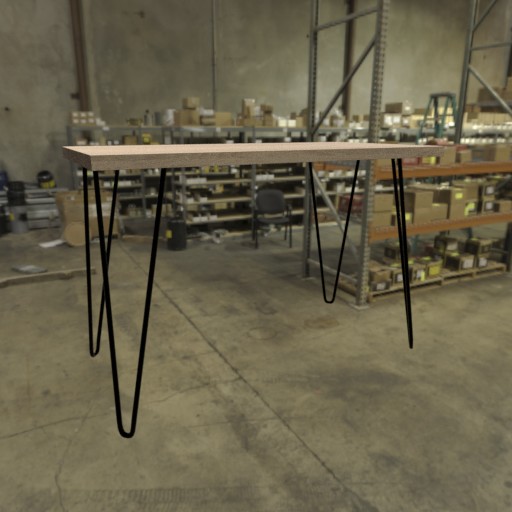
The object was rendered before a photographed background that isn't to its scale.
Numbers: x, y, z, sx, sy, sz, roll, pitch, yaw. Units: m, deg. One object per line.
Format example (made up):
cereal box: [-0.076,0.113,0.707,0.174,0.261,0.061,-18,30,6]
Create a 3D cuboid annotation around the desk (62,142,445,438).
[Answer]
desk: [0.000,0.000,1.374,0.991,0.660,0.499,-8,18,-27]
